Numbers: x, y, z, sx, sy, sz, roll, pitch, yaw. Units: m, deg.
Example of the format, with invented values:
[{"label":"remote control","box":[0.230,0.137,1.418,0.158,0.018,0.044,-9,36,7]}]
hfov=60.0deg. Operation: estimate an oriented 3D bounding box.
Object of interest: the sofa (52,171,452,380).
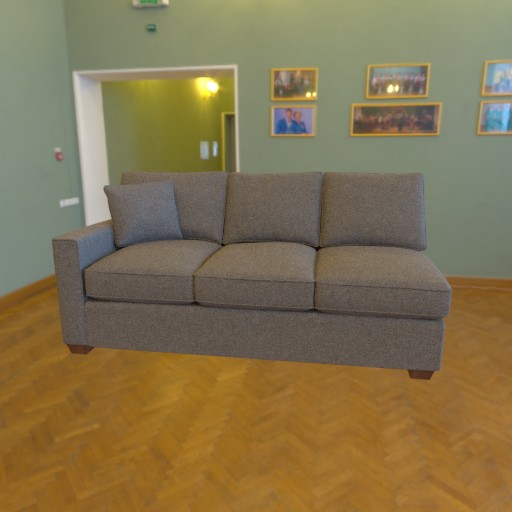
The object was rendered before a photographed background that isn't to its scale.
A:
[{"label":"sofa","box":[0.000,0.000,2.597,1.963,0.946,1.034,2,14,9]}]
